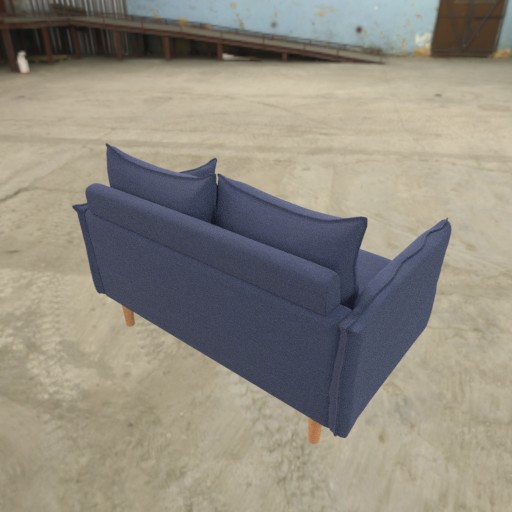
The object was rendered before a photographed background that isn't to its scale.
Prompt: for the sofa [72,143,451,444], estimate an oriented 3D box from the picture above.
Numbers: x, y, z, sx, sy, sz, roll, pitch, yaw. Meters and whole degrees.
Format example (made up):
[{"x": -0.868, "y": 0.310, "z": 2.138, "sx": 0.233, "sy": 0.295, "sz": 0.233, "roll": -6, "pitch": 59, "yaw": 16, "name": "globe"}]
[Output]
[{"x": 0.000, "y": 0.000, "z": 1.821, "sx": 1.300, "sy": 0.840, "sz": 0.820, "roll": 22, "pitch": 36, "yaw": 33, "name": "sofa"}]
